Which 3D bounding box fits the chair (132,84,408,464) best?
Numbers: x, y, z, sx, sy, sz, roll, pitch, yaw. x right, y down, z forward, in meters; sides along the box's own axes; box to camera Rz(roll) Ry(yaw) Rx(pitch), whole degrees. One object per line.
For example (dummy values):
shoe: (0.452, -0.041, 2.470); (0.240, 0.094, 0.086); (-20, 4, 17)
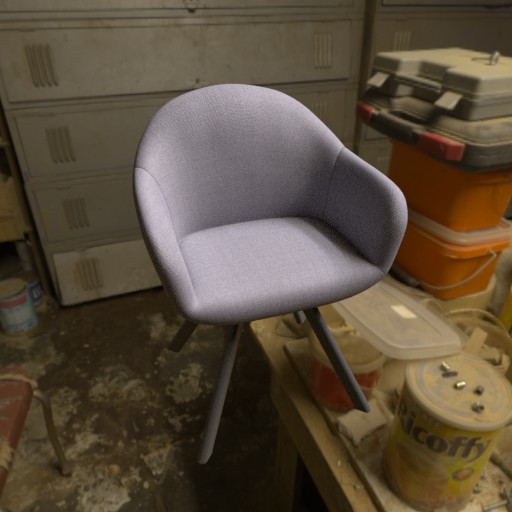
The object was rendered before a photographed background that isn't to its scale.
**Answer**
chair: (0.000, 0.000, 1.184); (0.590, 0.795, 0.550); (-10, 32, -17)
